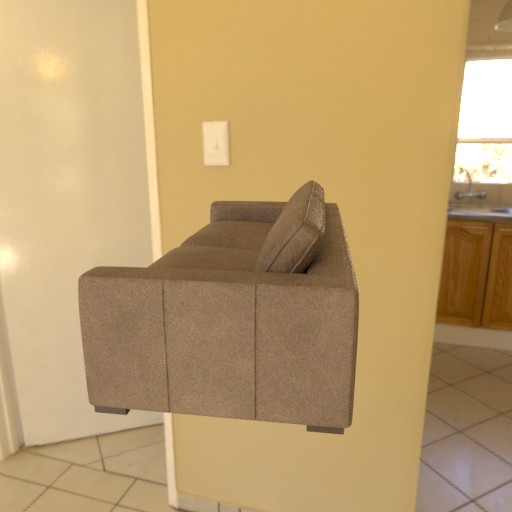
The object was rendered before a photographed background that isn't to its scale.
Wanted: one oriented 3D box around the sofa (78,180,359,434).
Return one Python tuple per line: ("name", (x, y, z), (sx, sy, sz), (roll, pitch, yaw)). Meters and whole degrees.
("sofa", (0.000, 0.000, 2.693), (1.070, 0.801, 2.262), (2, 15, 8))
